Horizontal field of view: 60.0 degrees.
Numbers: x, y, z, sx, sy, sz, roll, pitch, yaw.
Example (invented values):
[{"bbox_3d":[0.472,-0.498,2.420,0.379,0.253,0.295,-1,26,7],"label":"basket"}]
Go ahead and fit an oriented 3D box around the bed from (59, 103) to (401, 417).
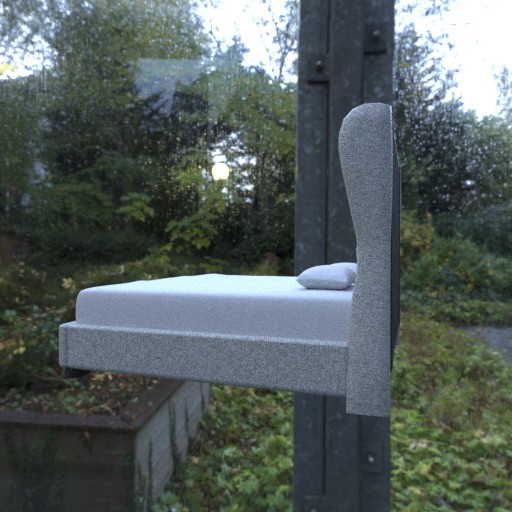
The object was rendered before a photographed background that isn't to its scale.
[{"bbox_3d":[0.000,0.000,3.851,2.347,1.771,2.219,0,0,19],"label":"bed"}]
